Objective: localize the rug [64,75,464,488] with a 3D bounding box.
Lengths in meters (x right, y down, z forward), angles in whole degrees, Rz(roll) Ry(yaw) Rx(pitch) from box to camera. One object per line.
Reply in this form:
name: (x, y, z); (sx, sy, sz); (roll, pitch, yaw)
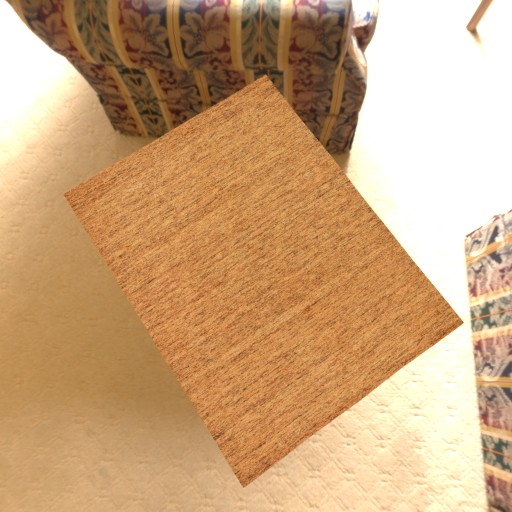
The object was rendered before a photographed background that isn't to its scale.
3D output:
rug: (0.000, 0.000, 4.224); (2.438, 0.012, 3.200); (-33, 78, -8)
